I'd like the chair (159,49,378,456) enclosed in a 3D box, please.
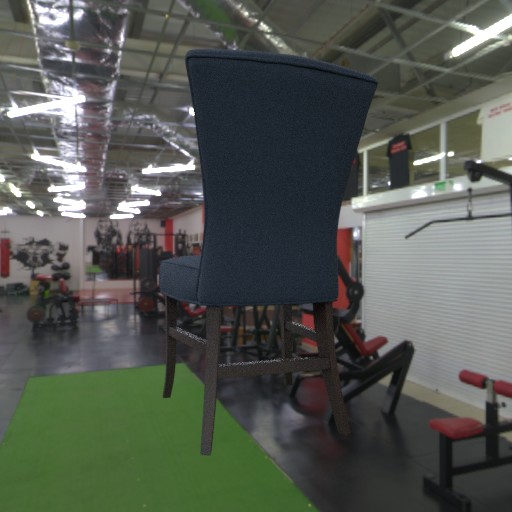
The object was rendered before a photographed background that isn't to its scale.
[{"bbox_3d":[0.000,0.000,1.355,0.520,0.991,0.660,0,0,-19],"label":"chair"}]
